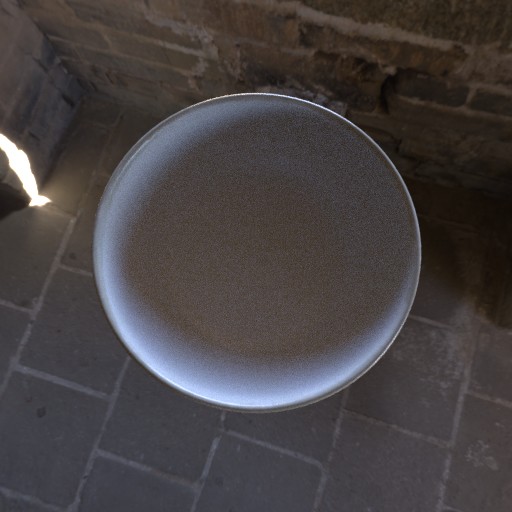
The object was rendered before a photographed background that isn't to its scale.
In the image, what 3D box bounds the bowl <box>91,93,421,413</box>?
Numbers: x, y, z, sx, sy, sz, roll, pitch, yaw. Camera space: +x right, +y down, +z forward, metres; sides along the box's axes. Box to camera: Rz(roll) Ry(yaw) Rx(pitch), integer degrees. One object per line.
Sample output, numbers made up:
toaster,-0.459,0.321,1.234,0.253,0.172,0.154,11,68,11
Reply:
bowl,0.000,0.000,0.417,0.268,0.121,0.268,0,77,0
